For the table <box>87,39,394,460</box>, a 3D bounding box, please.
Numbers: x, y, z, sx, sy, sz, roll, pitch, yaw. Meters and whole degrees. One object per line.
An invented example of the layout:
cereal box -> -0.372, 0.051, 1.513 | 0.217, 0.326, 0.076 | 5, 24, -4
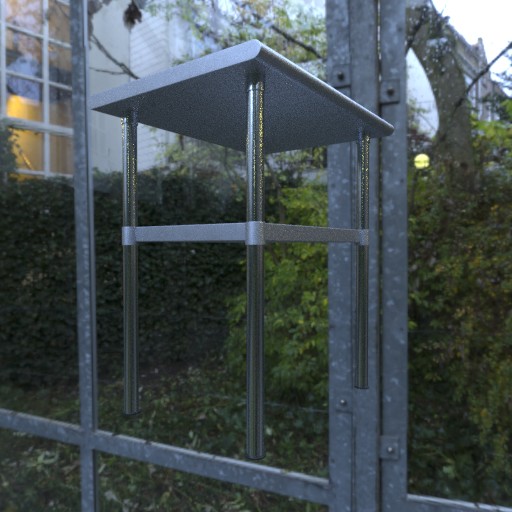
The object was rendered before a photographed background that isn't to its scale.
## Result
table -> 0.000, 0.000, 1.352 | 0.584, 0.876, 0.762 | 1, 2, 36
